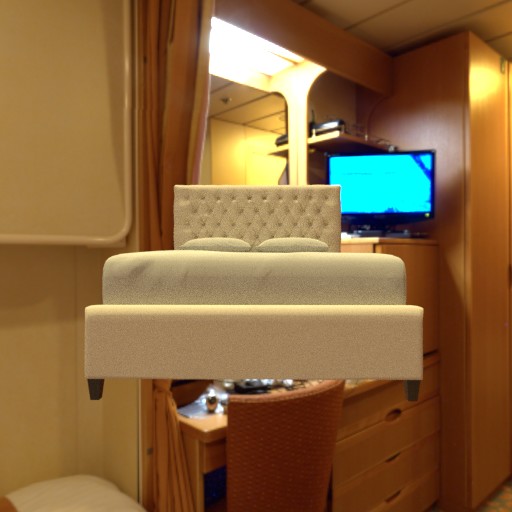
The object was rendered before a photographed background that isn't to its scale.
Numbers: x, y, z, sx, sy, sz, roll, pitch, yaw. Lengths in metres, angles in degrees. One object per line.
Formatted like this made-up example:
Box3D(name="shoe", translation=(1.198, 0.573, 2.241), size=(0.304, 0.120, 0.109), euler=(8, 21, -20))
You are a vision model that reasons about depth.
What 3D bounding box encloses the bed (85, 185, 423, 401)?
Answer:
Box3D(name="bed", translation=(0.000, 0.000, 3.355), size=(1.698, 1.427, 2.387), euler=(0, 0, 1))
